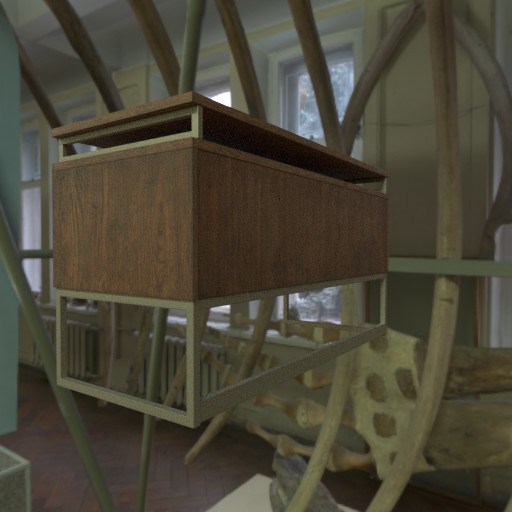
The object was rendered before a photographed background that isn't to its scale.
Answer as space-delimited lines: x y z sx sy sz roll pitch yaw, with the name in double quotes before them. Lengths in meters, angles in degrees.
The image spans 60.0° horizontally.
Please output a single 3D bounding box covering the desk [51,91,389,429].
"desk" 0.000 0.000 1.769 0.610 0.792 1.384 1 2 35
